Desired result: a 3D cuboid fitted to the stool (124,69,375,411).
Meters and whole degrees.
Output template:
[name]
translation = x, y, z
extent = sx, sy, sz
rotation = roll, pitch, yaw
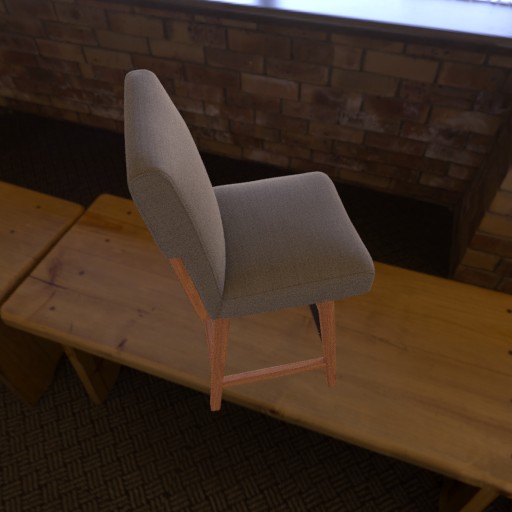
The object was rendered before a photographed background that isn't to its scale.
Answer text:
[stool]
translation = 0.000, 0.000, 1.330
extent = 0.570, 1.019, 0.459
rotation = -9, 49, -8
